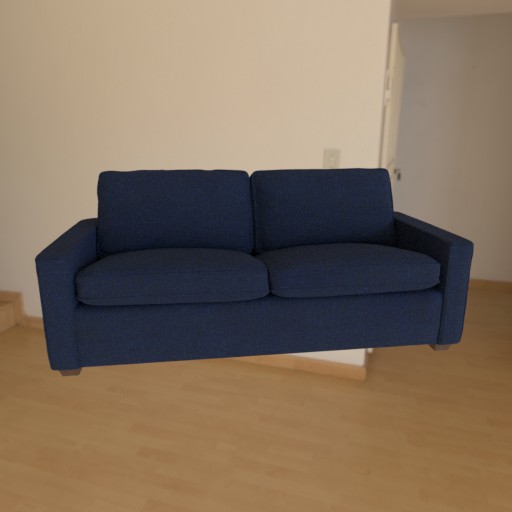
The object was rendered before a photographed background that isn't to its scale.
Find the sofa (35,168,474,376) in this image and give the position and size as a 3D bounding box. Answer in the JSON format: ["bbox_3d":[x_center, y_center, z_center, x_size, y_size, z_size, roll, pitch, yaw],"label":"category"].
[{"bbox_3d":[0.000,0.000,2.490,2.080,0.919,0.940,-2,16,-7],"label":"sofa"}]
